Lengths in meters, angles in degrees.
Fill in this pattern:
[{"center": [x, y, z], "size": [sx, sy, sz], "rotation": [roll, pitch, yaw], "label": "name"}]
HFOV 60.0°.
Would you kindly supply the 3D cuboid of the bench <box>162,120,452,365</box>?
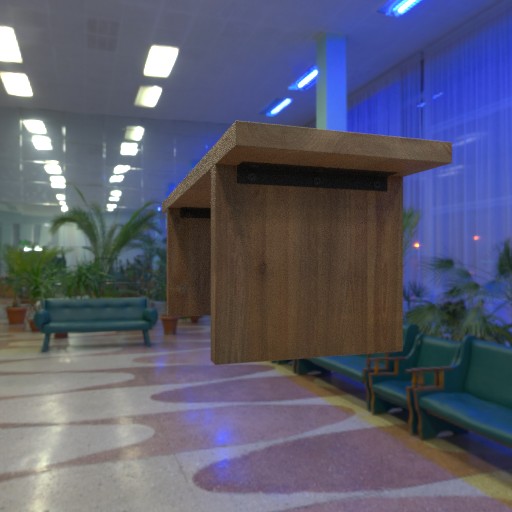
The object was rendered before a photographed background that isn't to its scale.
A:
[{"center": [0.000, 0.000, 1.396], "size": [0.458, 0.458, 1.183], "rotation": [0, 0, -18], "label": "bench"}]
